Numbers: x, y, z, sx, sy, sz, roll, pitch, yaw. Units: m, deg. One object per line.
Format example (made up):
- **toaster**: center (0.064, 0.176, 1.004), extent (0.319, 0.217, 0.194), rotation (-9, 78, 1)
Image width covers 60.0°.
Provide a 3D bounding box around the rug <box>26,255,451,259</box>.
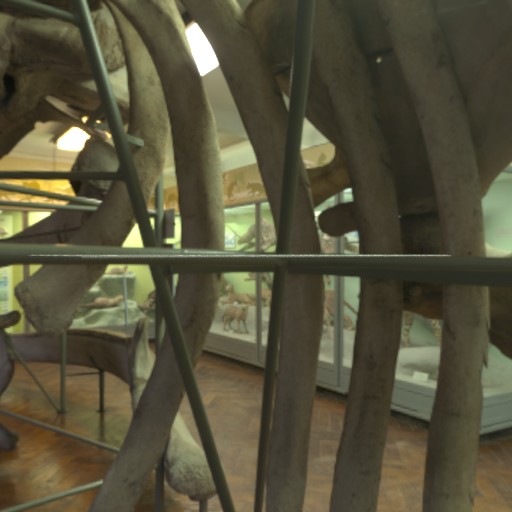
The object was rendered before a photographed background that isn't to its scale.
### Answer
- **rug**: center (0.000, 0.000, 1.405), extent (1.219, 0.007, 0.604), rotation (0, 0, -36)
